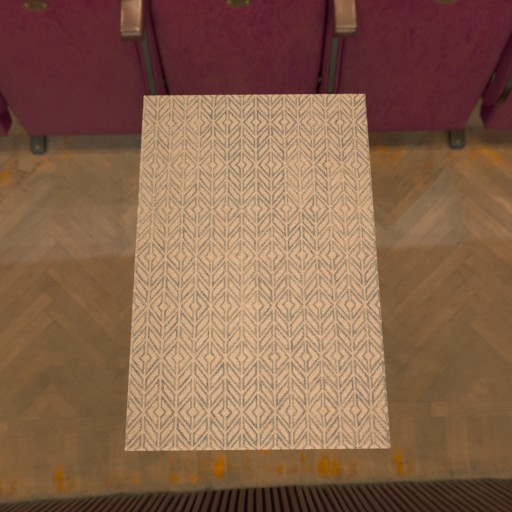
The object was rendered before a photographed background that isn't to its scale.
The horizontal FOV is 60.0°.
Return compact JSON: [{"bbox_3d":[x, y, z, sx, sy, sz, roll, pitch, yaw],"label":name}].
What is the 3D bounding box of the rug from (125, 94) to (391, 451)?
[{"bbox_3d":[0.000,0.000,2.241,1.220,0.008,1.824,-1,77,0],"label":"rug"}]
